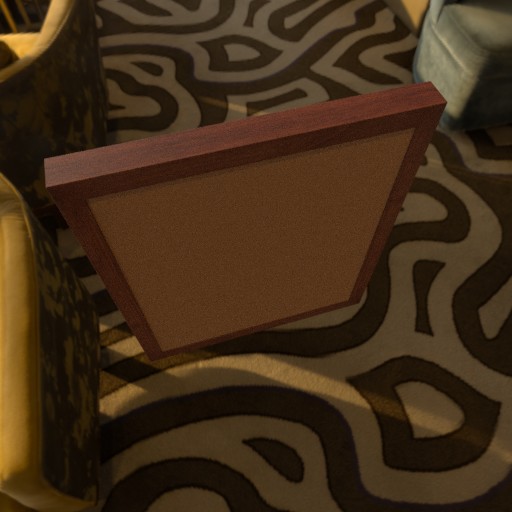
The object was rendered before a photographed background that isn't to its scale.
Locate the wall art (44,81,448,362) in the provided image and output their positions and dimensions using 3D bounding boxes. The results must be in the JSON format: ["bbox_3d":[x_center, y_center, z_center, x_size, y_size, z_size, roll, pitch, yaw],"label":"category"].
[{"bbox_3d":[0.000,0.000,0.518,0.330,0.381,0.030,-14,59,-9],"label":"wall art"}]
